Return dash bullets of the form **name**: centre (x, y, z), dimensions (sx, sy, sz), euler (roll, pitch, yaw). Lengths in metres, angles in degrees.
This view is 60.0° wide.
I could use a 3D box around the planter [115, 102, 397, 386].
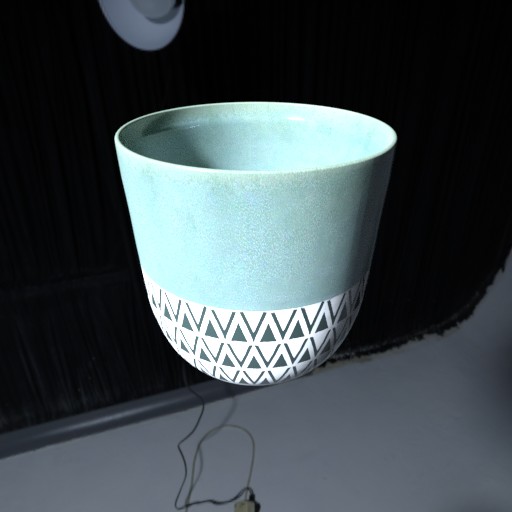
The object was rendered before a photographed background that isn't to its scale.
- **planter**: centre (0.000, 0.000, 0.374), dimensions (0.198, 0.214, 0.198), euler (0, 29, 0)
